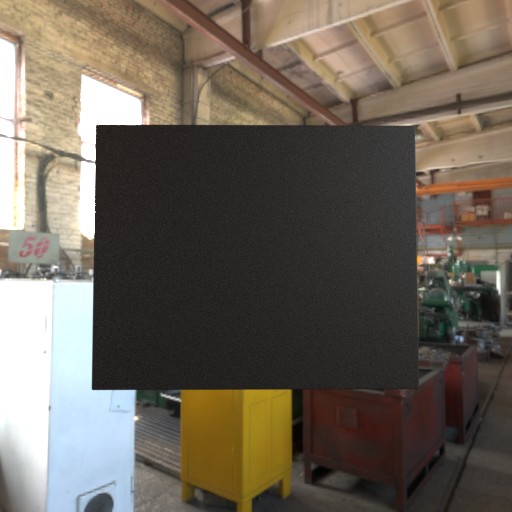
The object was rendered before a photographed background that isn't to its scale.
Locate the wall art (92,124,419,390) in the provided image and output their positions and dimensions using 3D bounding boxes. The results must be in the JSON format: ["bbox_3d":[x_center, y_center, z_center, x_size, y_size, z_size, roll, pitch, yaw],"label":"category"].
[{"bbox_3d":[0.000,0.000,0.775,0.558,0.457,0.031,0,-2,-1],"label":"wall art"}]
